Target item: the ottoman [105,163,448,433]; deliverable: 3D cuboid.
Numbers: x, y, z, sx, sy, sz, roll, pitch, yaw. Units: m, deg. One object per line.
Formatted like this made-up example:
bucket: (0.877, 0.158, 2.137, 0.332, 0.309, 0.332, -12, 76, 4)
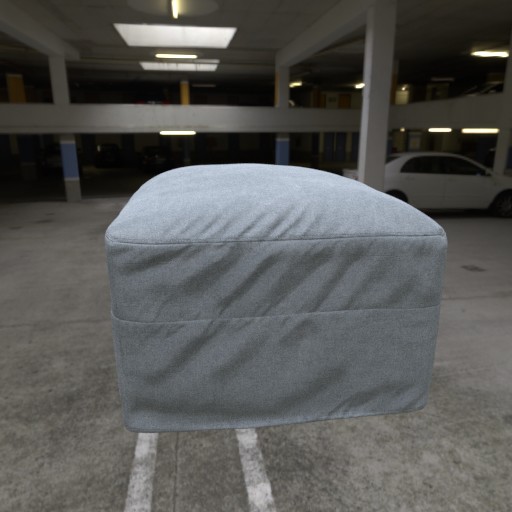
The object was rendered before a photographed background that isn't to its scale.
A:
ottoman: (0.000, 0.000, 1.223, 0.683, 0.481, 0.837, -3, 16, -9)
